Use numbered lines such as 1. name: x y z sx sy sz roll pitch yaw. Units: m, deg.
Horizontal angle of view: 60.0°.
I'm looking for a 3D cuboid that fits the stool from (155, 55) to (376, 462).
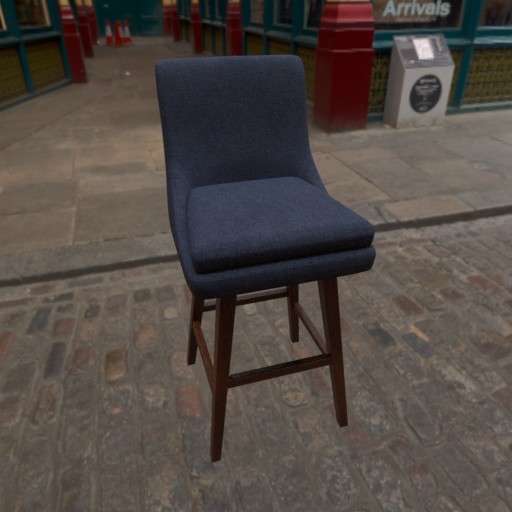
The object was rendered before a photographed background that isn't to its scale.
1. stool: 0.000 0.000 1.354 0.489 1.068 0.572 -9 31 -15
